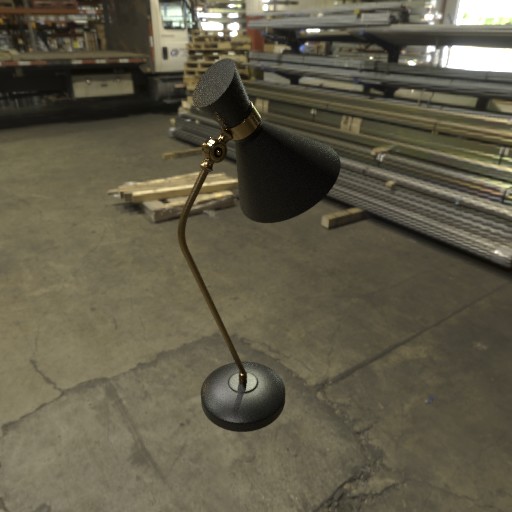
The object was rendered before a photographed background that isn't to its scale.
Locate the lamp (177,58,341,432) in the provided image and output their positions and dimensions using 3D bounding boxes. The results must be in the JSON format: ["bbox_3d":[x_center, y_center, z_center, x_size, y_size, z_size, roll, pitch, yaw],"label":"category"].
[{"bbox_3d":[0.000,0.000,0.787,0.292,0.647,0.189,-18,33,-31],"label":"lamp"}]
